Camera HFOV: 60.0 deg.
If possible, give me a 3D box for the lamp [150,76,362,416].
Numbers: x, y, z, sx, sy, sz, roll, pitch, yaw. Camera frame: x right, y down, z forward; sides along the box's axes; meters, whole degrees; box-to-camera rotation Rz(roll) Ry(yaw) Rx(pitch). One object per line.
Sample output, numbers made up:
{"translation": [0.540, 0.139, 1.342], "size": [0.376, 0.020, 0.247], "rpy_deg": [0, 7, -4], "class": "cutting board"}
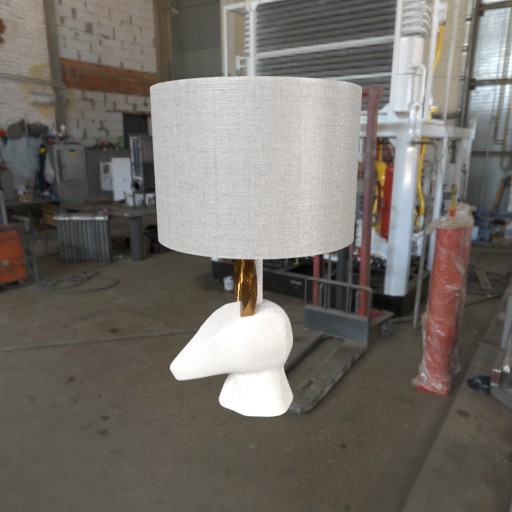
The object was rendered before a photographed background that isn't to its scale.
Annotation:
{"translation": [0.000, 0.000, 0.700], "size": [0.298, 0.503, 0.298], "rpy_deg": [-3, 15, -10], "class": "lamp"}
